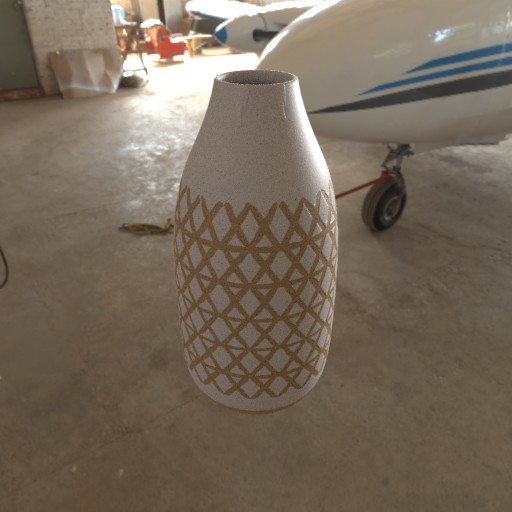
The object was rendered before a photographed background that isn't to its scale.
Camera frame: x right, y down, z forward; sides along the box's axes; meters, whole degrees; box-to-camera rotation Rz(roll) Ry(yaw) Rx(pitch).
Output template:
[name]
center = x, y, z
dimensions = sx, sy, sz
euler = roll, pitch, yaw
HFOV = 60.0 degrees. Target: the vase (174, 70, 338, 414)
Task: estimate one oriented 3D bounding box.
[vase]
center = 0.000, 0.000, 0.499
dimensions = 0.186, 0.380, 0.186
euler = 0, 32, 0
